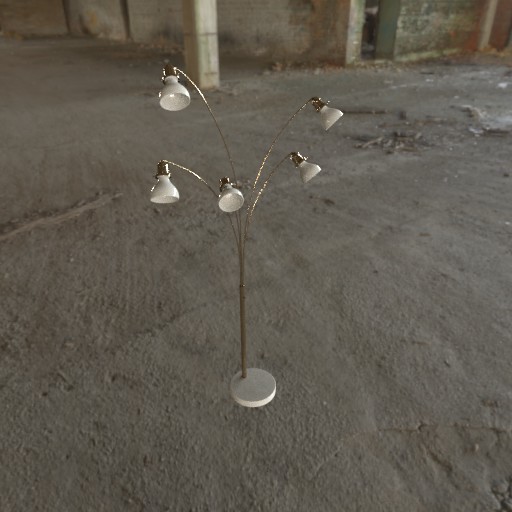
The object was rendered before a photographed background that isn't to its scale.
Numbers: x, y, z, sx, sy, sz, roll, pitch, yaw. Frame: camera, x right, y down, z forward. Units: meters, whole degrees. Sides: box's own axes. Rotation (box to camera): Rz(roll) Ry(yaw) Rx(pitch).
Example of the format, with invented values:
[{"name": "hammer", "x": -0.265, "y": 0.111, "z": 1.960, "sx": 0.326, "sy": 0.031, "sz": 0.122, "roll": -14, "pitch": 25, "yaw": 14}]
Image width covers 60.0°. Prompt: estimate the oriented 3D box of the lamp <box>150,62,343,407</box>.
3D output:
[{"name": "lamp", "x": 0.000, "y": 0.000, "z": 2.957, "sx": 1.405, "sy": 2.423, "sz": 0.361, "roll": -21, "pitch": 35, "yaw": -32}]
